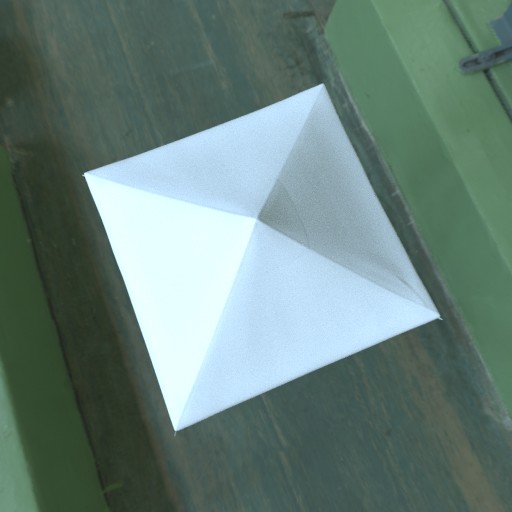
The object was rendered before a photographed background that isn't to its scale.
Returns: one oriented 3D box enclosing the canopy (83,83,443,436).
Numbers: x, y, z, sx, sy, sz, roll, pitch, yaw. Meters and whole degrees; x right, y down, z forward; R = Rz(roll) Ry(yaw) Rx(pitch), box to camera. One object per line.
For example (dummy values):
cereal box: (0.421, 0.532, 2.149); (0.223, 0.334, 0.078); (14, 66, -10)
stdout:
canopy: (0.000, 0.000, 5.361); (2.996, 2.998, 2.994); (-22, 78, -5)
